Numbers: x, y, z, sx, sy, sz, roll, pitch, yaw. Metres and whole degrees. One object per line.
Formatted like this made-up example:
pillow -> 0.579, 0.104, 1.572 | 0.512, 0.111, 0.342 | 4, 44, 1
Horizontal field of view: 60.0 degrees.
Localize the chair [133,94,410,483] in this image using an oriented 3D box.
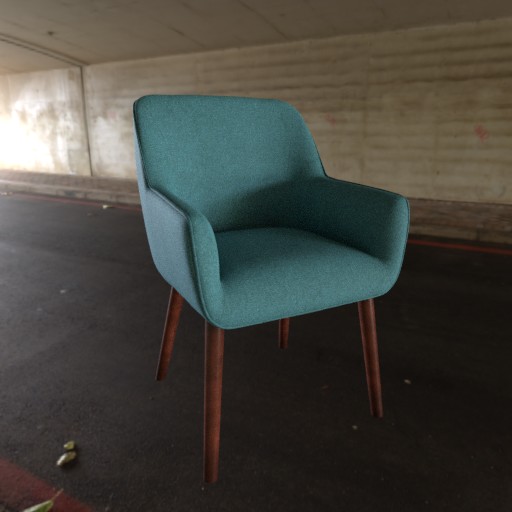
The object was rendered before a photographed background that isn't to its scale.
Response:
chair -> 0.000, 0.000, 1.136 | 0.543, 0.803, 0.519 | -8, 18, -27
